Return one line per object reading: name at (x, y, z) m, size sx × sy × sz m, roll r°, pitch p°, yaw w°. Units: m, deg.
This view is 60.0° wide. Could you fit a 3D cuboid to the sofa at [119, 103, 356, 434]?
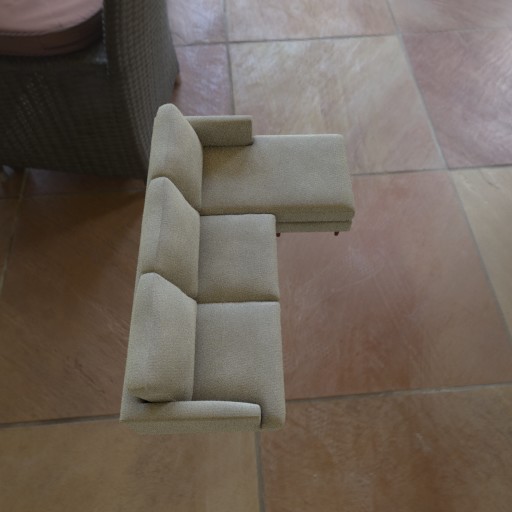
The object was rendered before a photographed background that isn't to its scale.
sofa at (0.000, 0.000, 3.059) m, size 1.504 × 0.956 × 2.233 m, roll -1°, pitch 62°, yaw -1°
